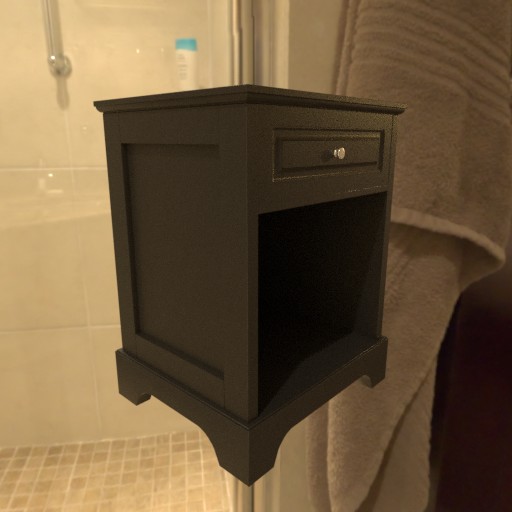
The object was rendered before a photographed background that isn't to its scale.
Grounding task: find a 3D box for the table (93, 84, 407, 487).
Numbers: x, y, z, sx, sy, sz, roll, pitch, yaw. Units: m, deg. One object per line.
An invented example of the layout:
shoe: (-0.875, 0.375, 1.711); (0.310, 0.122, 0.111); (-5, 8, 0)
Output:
table: (0.000, 0.000, 0.930); (0.399, 0.610, 0.460); (13, 20, 41)
